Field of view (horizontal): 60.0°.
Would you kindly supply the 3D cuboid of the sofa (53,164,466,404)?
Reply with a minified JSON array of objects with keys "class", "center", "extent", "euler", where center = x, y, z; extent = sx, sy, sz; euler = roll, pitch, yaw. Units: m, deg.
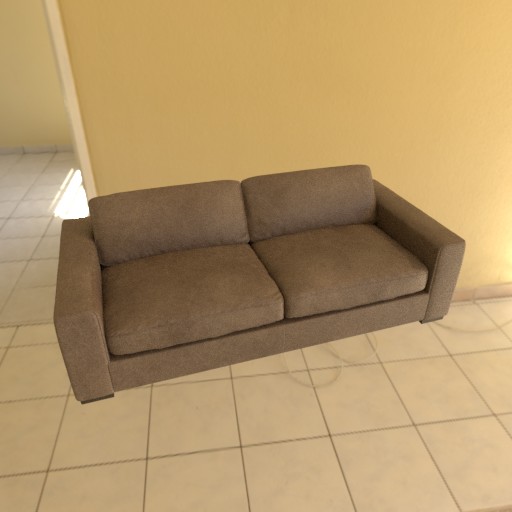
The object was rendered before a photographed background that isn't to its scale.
[{"class":"sofa","center":[0.000,0.000,2.768],"extent":[2.262,0.801,1.070],"euler":[-10,33,-15]}]
